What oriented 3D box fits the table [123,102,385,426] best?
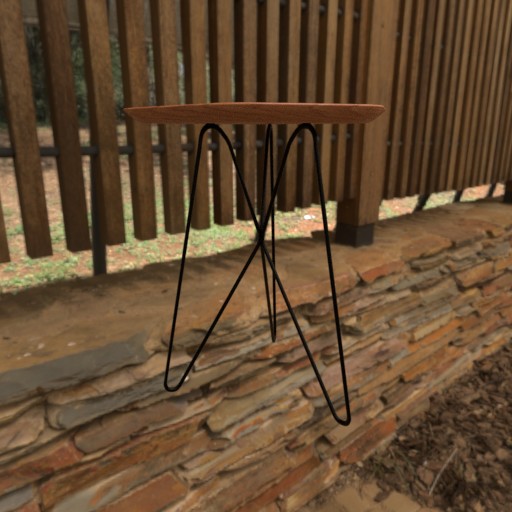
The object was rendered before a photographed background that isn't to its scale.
[{"bbox_3d":[0.000,0.000,0.894,0.500,0.562,0.400,15,22,42],"label":"table"}]
